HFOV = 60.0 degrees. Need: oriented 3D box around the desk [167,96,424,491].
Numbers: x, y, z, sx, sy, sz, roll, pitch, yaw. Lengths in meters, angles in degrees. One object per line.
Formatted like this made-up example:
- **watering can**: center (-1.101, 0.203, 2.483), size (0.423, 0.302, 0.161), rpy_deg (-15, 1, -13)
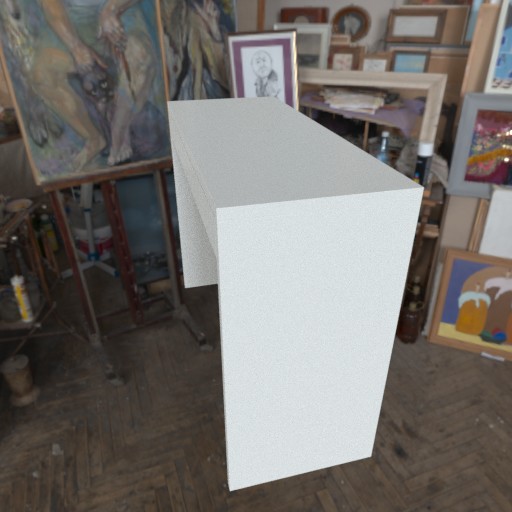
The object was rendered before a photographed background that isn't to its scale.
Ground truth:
- **desk**: center (0.000, 0.000, 1.414), size (0.400, 0.790, 1.000), rpy_deg (-7, 30, -13)
